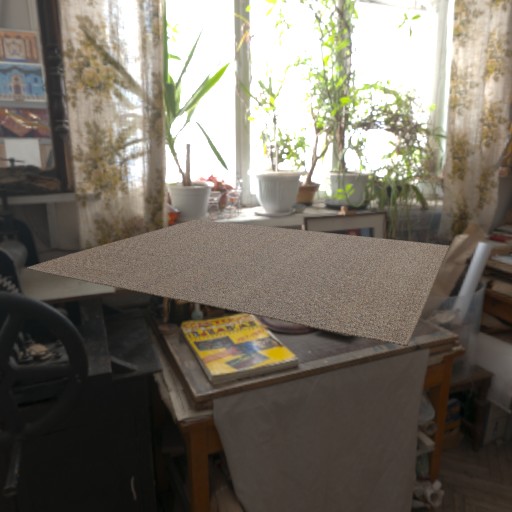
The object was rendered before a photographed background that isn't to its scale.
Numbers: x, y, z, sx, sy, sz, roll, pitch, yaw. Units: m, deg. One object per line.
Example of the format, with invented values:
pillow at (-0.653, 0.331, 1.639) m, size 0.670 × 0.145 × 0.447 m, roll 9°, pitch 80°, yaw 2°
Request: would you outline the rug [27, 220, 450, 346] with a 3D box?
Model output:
rug at (0.000, 0.000, 4.004) m, size 3.048 × 0.013 × 2.439 m, roll 8°, pitch 17°, yaw 26°
